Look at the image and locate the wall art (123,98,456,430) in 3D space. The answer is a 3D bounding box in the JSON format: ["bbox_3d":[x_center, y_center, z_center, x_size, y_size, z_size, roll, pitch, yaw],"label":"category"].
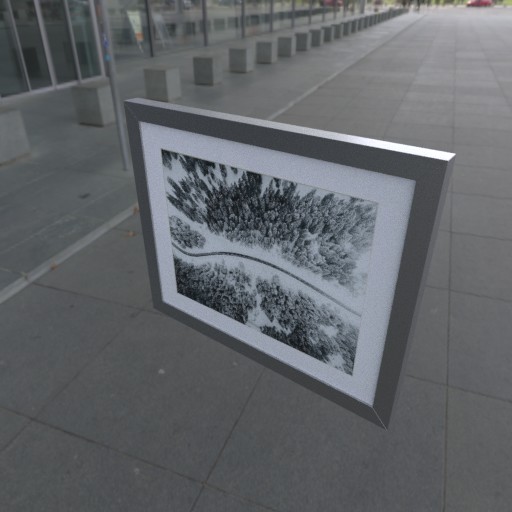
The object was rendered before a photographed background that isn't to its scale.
[{"bbox_3d":[0.000,0.000,0.765,0.557,0.456,0.032,20,36,31],"label":"wall art"}]
